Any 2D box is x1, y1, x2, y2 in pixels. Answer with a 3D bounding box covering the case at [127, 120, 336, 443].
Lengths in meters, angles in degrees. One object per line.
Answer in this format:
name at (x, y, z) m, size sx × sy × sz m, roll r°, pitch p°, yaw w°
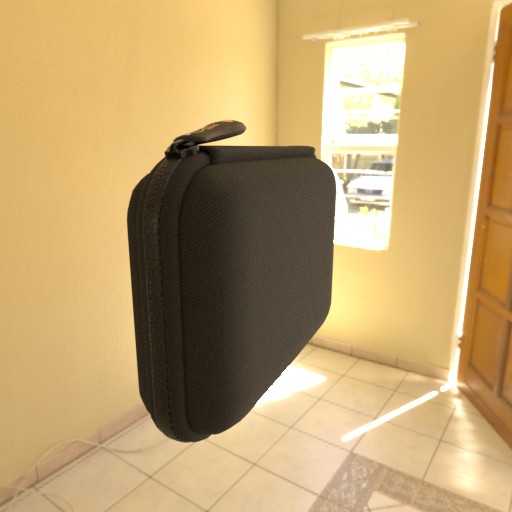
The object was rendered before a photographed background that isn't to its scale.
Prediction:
case at (0.000, 0.000, 0.182) m, size 0.038 × 0.105 × 0.132 m, roll 7°, pitch 16°, yaw 25°
